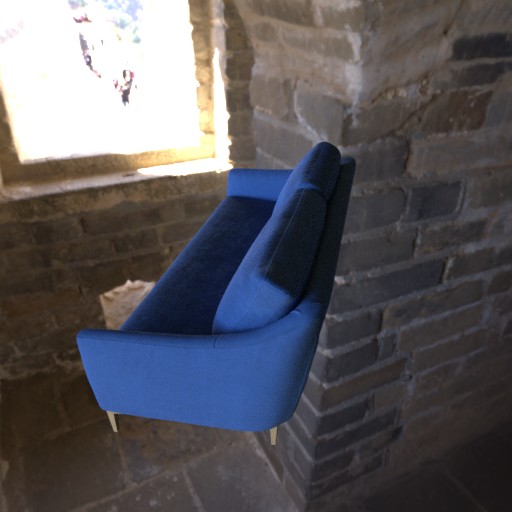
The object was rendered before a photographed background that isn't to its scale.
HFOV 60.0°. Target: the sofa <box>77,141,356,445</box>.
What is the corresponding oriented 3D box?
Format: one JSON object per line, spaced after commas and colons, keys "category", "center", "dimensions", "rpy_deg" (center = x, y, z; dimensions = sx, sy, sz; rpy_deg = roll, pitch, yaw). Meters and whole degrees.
{"category": "sofa", "center": [0.000, 0.000, 2.529], "dimensions": [0.960, 0.903, 2.036], "rpy_deg": [7, 31, 12]}
